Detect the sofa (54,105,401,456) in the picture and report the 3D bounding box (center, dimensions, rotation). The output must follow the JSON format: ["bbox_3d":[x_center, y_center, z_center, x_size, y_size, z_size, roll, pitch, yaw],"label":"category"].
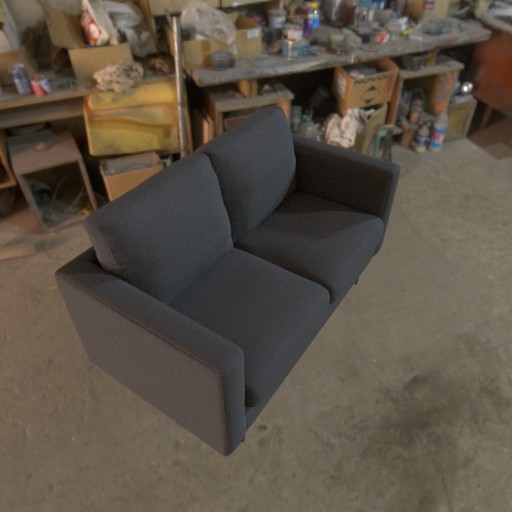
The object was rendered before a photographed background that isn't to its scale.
[{"bbox_3d":[0.000,0.000,2.000,0.796,0.908,1.430,24,47,25],"label":"sofa"}]
